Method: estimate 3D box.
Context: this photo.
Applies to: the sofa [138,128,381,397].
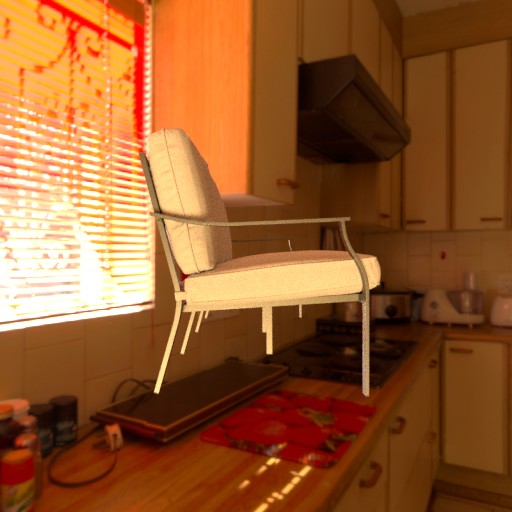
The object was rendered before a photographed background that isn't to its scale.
[{"bbox_3d":[0.000,0.000,2.224,0.787,0.860,1.740,0,0,-1],"label":"sofa"}]
